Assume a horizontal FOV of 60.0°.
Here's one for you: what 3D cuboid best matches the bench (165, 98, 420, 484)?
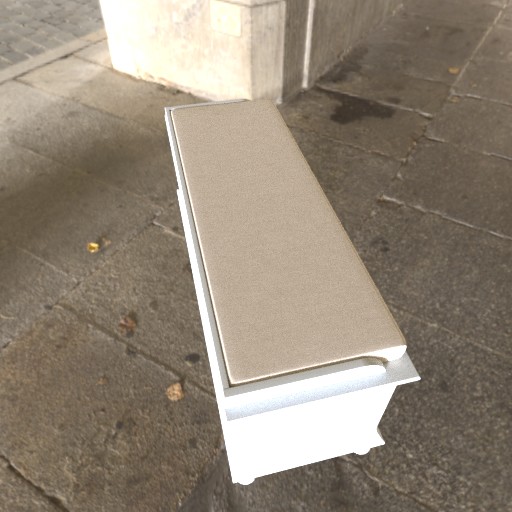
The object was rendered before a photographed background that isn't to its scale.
[{"bbox_3d":[0.000,0.000,1.405,0.402,0.486,1.185,-10,47,-9],"label":"bench"}]
